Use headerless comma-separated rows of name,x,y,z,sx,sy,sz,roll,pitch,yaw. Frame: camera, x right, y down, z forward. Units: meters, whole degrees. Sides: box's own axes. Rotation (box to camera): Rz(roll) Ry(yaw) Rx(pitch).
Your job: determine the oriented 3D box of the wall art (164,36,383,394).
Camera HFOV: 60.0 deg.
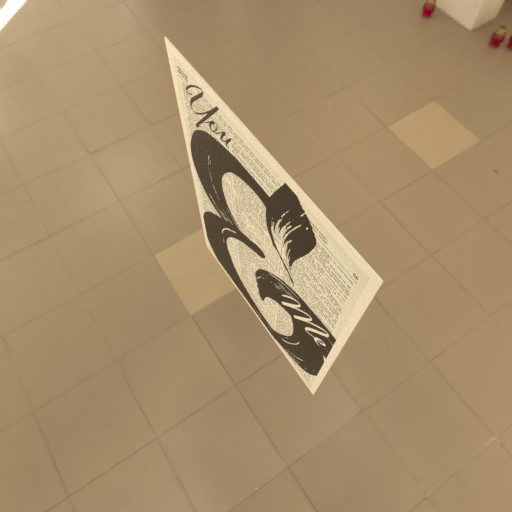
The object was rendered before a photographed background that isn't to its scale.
wall art,0.000,0.000,0.807,0.003,0.609,0.457,-31,67,-15
